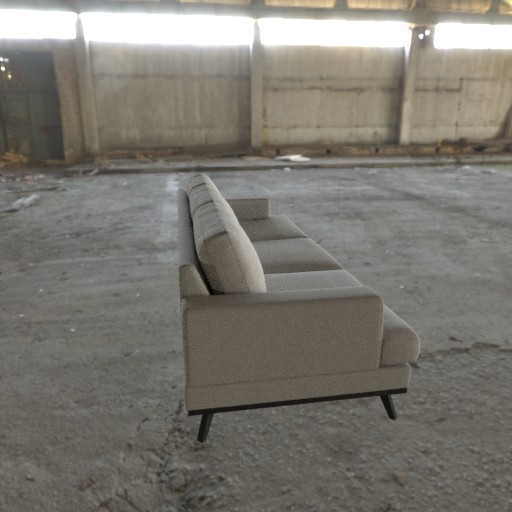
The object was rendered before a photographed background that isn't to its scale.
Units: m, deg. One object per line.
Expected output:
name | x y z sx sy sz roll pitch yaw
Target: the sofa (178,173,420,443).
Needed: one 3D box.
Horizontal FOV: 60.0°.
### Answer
sofa | 0.000 0.000 2.709 0.920 0.810 2.310 -3 17 -9
